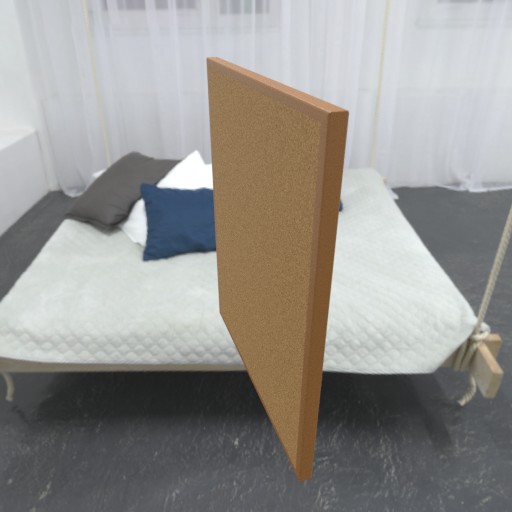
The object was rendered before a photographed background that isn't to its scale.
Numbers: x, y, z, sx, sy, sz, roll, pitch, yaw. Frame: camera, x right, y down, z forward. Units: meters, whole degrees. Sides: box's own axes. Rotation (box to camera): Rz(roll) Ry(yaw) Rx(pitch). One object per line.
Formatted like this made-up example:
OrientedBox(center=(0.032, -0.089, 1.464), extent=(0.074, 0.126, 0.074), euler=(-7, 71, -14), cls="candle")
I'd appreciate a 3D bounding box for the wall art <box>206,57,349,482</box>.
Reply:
OrientedBox(center=(0.000, 0.000, 0.727), extent=(0.022, 0.553, 0.452), euler=(-10, 32, -17), cls="wall art")
